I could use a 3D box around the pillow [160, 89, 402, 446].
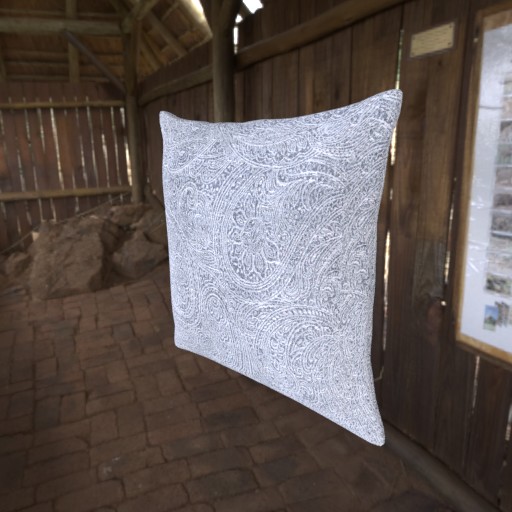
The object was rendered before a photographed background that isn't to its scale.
[{"bbox_3d":[0.000,0.000,0.776,0.523,0.510,0.166,13,19,43],"label":"pillow"}]
